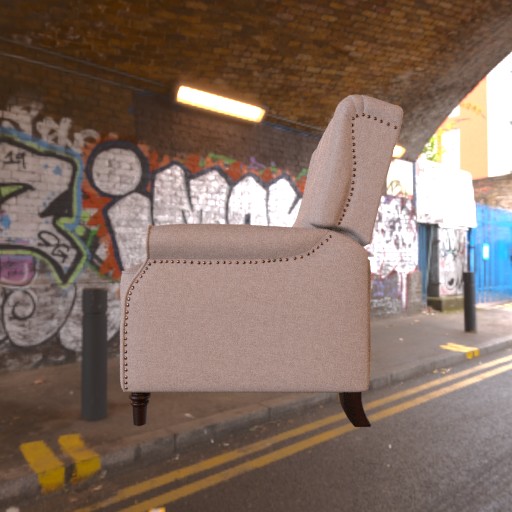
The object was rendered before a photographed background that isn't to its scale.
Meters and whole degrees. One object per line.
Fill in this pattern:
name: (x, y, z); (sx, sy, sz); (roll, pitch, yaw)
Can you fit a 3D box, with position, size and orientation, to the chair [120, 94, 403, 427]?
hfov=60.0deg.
chair: (0.000, 0.000, 1.655); (0.902, 1.035, 0.742); (0, -1, 0)
